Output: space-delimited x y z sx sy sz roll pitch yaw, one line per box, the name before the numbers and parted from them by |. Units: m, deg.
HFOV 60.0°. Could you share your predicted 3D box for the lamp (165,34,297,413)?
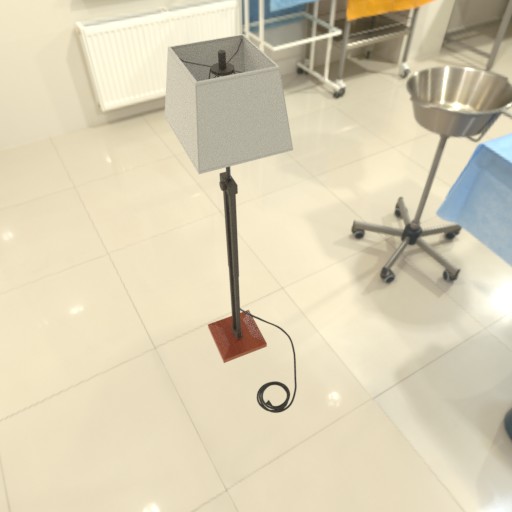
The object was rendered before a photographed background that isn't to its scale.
lamp | 0.000 0.000 1.997 0.472 1.712 0.745 -18 49 -16
